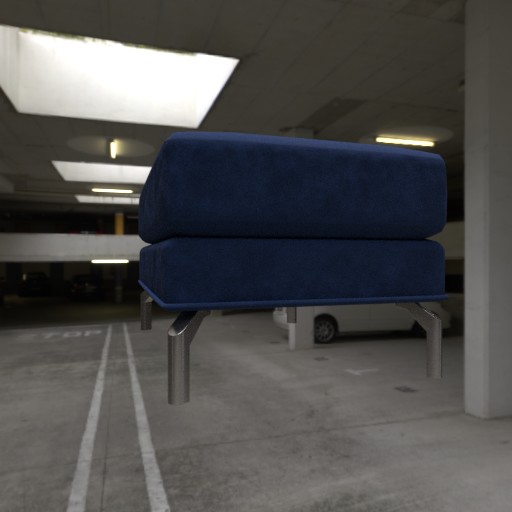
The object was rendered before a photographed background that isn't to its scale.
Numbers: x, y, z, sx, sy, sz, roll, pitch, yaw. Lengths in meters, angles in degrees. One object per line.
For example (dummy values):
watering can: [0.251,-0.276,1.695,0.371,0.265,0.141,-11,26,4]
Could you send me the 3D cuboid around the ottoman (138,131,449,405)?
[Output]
ottoman: [0.000,0.000,1.206,0.587,0.498,0.835,0,0,-18]
